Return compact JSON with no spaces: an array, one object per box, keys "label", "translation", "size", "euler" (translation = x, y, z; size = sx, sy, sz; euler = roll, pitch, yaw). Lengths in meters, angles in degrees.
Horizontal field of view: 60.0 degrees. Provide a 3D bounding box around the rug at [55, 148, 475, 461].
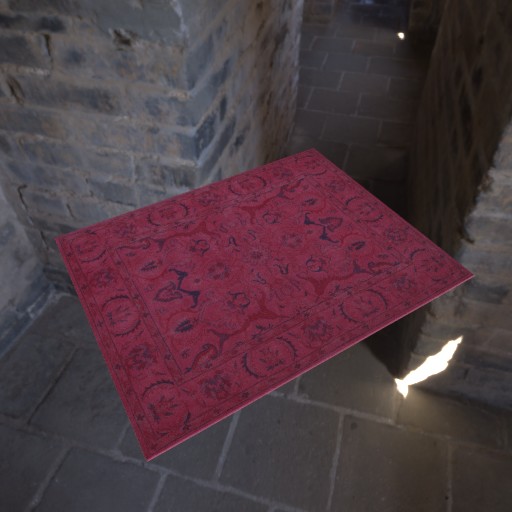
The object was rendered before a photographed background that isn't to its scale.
[{"label":"rug","translation":[0.000,0.000,3.900],"size":[2.929,0.012,2.300],"euler":[-23,50,-21]}]
